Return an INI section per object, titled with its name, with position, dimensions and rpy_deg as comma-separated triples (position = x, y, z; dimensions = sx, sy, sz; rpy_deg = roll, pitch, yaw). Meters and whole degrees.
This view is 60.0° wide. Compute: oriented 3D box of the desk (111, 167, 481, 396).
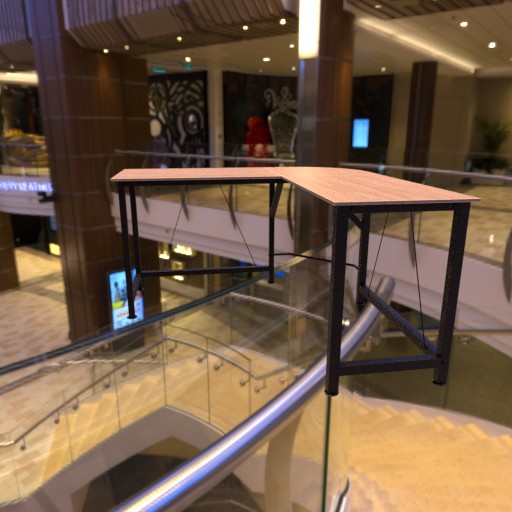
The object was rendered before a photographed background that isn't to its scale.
[desk]
position = 0.000, 0.000, 2.239
dimensions = 1.400, 0.762, 1.400
rpy_deg = -2, 16, -8
